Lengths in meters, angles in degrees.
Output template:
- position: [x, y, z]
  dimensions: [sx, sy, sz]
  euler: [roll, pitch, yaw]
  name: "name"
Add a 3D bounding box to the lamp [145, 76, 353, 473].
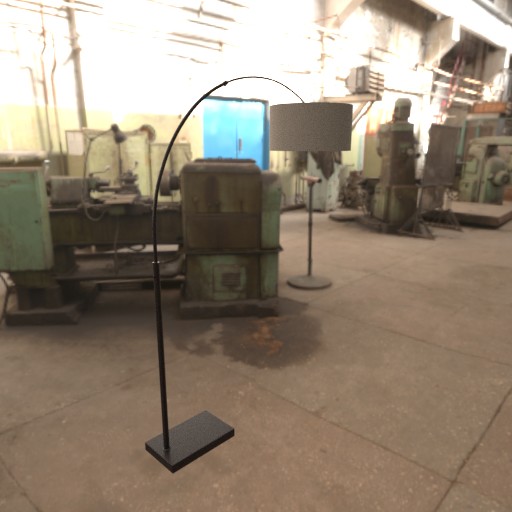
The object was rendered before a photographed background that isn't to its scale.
- position: [0.000, 0.000, 2.534]
  dimensions: [0.493, 1.927, 1.424]
  euler: [14, 20, 43]
  name: "lamp"
